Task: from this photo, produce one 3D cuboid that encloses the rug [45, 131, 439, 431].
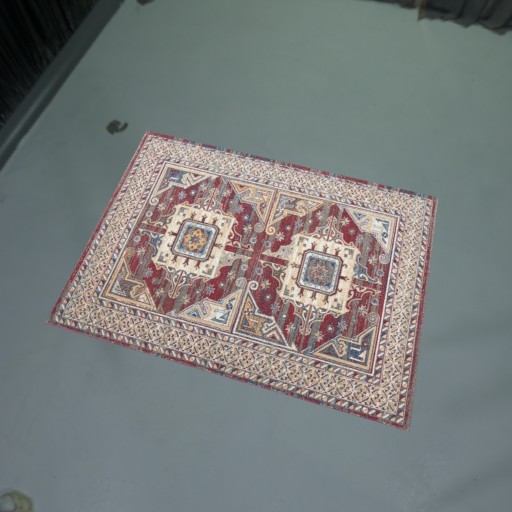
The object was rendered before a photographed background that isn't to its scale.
[{"bbox_3d":[0.000,0.000,2.911,2.210,0.011,1.599,15,64,7],"label":"rug"}]
